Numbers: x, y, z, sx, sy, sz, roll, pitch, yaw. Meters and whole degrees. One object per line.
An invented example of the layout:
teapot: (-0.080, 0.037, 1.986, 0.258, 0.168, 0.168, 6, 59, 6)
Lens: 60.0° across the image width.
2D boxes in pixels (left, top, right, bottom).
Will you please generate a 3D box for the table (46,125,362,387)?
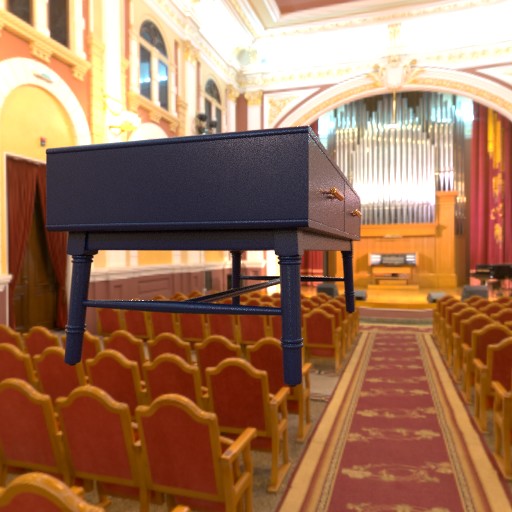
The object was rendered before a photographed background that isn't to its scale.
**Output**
table: (0.000, 0.000, 1.339, 0.572, 0.457, 1.067, 0, 1, 18)
